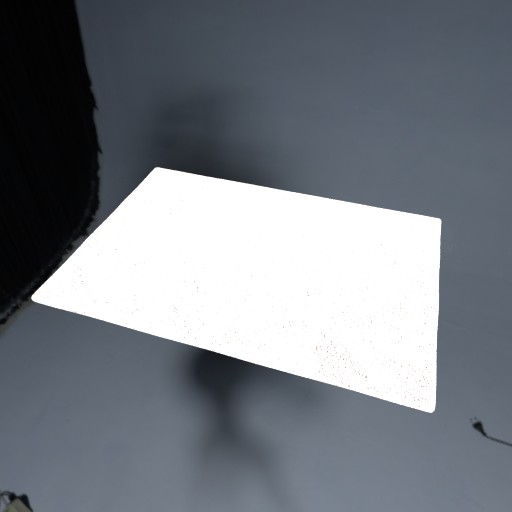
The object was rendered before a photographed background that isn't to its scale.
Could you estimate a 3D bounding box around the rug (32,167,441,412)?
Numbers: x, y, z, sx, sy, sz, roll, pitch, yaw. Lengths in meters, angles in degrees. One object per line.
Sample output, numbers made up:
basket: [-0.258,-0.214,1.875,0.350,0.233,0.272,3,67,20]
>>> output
rug: [0.000,0.000,2.257,1.778,0.030,1.219,12,43,14]
